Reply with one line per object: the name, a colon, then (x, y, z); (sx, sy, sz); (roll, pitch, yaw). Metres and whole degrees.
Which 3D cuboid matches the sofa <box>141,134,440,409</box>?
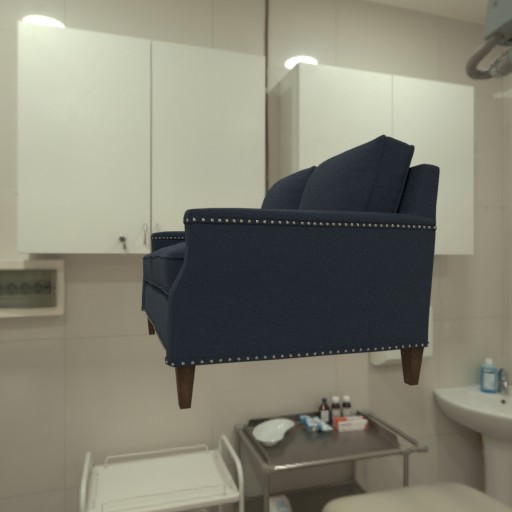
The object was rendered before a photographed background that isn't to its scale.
sofa: (0.000, 0.000, 2.304); (1.084, 1.003, 1.597); (0, 0, -17)
